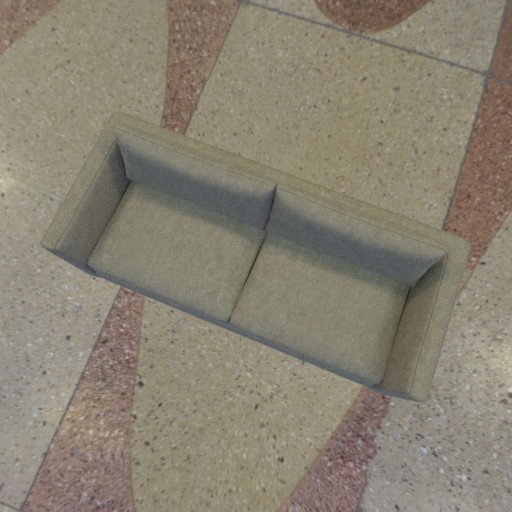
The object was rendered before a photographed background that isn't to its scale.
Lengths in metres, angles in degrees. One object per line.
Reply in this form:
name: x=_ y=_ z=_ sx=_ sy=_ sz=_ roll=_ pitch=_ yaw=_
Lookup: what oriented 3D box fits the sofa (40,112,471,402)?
sofa: x=0.000 y=0.000 z=2.567 sx=2.121 sy=0.864 sz=0.889 roll=21 pitch=76 yaw=6
